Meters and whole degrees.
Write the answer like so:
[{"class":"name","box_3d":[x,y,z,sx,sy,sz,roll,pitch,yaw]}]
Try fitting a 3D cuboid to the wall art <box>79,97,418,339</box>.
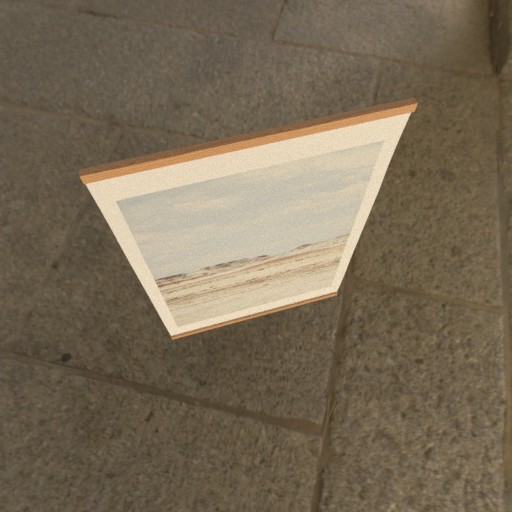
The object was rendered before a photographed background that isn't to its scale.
[{"class":"wall art","box_3d":[0.000,0.000,1.958,1.011,1.521,0.025,-14,63,-7]}]
